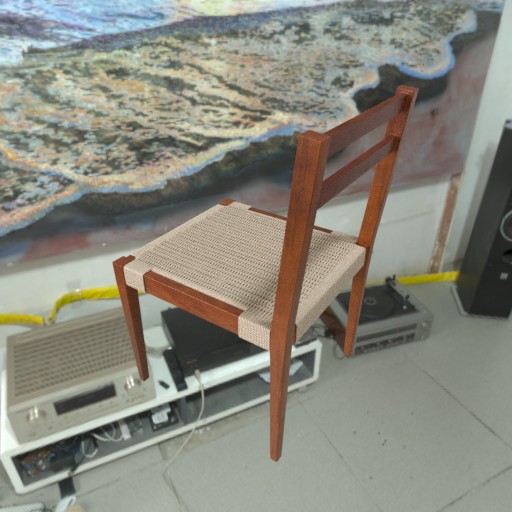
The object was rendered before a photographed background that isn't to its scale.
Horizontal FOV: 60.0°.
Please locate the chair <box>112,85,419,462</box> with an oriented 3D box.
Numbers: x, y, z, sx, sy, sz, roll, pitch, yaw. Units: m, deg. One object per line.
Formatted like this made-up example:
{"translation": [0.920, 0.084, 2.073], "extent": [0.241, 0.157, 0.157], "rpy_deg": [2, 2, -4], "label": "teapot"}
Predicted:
{"translation": [0.000, 0.000, 1.194], "extent": [0.569, 0.851, 0.495], "rpy_deg": [19, 36, 28], "label": "chair"}
